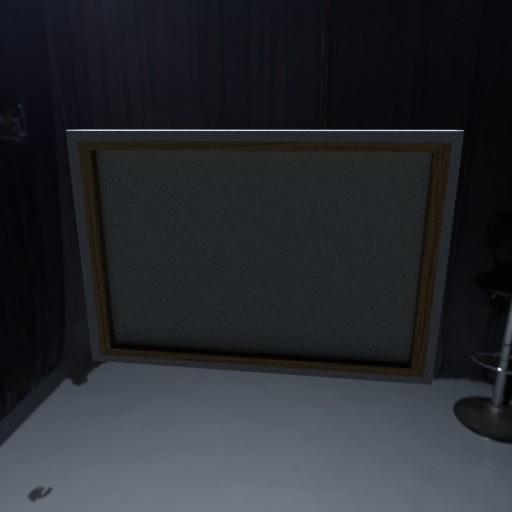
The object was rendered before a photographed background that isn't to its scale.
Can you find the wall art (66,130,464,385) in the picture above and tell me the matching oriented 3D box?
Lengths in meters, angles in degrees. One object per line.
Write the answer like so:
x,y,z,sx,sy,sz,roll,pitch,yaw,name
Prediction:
0.000,0.000,0.475,0.381,0.259,0.038,2,16,8,wall art
